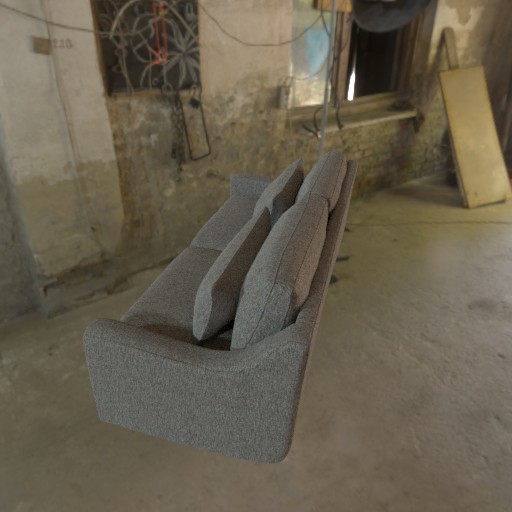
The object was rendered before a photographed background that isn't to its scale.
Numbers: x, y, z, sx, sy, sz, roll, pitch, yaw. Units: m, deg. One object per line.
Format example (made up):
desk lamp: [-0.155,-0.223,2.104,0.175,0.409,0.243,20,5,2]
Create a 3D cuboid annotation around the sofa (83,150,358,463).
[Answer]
sofa: [0.000,0.000,2.987,1.103,0.998,2.418,8,31,14]
